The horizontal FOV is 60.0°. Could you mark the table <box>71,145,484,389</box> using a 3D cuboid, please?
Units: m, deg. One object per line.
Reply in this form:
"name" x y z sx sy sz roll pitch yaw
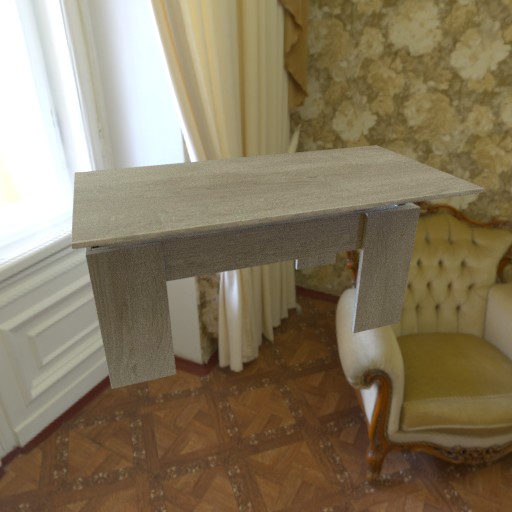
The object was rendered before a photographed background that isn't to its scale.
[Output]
"table" 0.000 0.000 1.424 1.000 0.570 0.711 -9 29 -17
